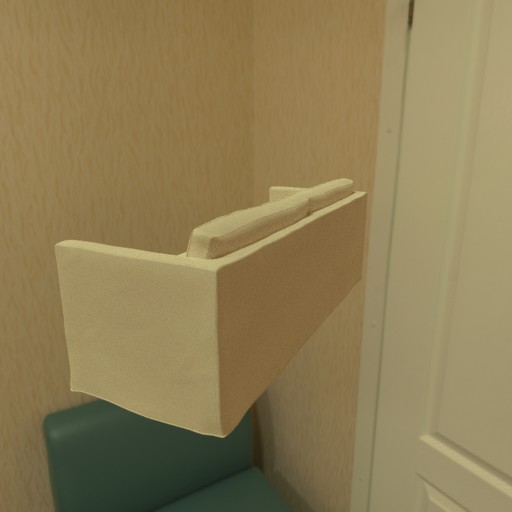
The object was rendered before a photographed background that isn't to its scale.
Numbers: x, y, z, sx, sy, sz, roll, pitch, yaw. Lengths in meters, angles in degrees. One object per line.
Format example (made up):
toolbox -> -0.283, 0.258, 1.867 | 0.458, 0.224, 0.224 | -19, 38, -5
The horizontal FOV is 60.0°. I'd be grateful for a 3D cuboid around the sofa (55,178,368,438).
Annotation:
sofa -> 0.000, 0.000, 3.344 | 1.036, 0.999, 2.779 | 8, 18, 26
